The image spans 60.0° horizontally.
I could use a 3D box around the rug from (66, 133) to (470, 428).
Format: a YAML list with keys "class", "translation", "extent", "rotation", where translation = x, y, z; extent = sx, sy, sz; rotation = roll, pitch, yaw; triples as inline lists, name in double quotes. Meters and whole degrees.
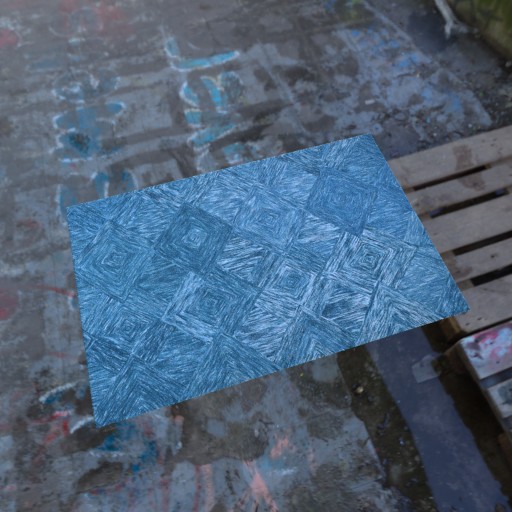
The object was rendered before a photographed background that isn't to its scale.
- class: "rug"
  translation: [0.000, 0.000, 2.876]
  extent: [2.277, 0.015, 1.490]
  rotation: [-15, 63, -8]
